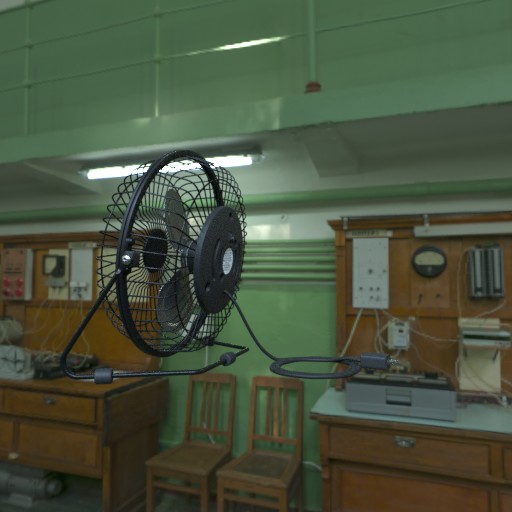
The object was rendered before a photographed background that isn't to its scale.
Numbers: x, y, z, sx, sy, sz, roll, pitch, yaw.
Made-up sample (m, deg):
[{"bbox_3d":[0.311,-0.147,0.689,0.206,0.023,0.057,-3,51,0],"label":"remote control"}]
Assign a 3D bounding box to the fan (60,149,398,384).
[{"bbox_3d":[0.000,0.000,0.378,0.227,0.188,0.209,-1,-3,18],"label":"fan"}]
